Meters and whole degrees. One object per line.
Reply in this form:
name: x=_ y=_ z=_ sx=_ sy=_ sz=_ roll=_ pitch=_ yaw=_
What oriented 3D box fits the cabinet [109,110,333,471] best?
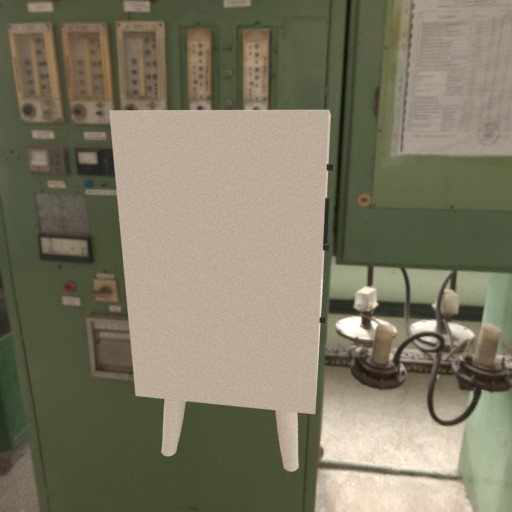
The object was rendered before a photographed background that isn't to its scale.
cabinet: x=0.000 y=0.000 z=1.243 sx=0.398 sy=0.761 sz=0.800 roll=3 pitch=17 yaw=9
